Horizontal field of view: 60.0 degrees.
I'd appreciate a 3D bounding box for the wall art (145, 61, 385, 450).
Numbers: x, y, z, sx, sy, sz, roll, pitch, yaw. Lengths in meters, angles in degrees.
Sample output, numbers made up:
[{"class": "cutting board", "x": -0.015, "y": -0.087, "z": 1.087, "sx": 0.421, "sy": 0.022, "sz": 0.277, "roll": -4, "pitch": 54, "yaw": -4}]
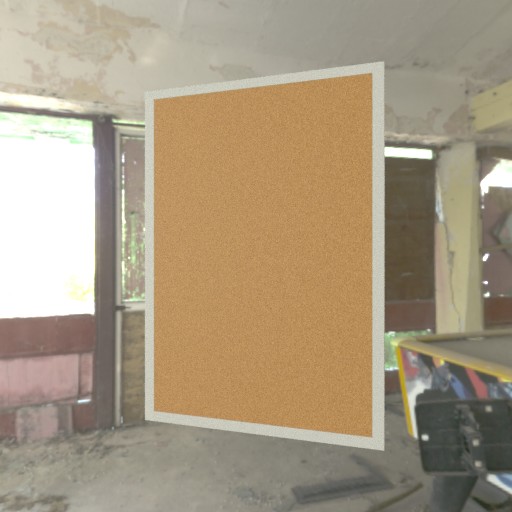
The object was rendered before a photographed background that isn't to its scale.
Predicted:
[{"class": "wall art", "x": 0.000, "y": 0.000, "z": 0.544, "sx": 0.303, "sy": 0.433, "sz": 0.013, "roll": 0, "pitch": 0, "yaw": 18}]
